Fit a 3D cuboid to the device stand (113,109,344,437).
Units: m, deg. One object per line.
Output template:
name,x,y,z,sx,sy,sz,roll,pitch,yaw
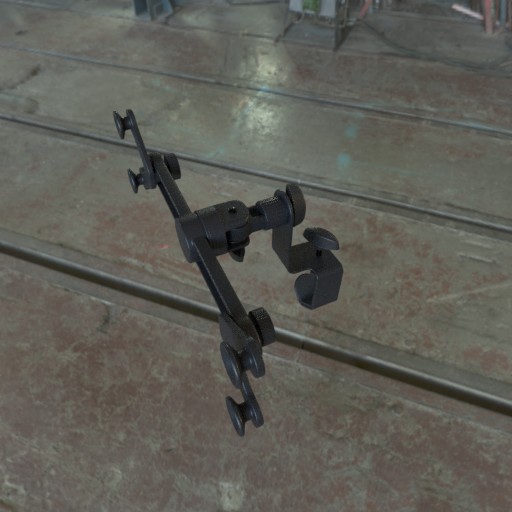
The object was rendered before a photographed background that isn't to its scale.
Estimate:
device stand,0.000,0.000,0.363,0.142,0.166,0.270,-18,49,-17
